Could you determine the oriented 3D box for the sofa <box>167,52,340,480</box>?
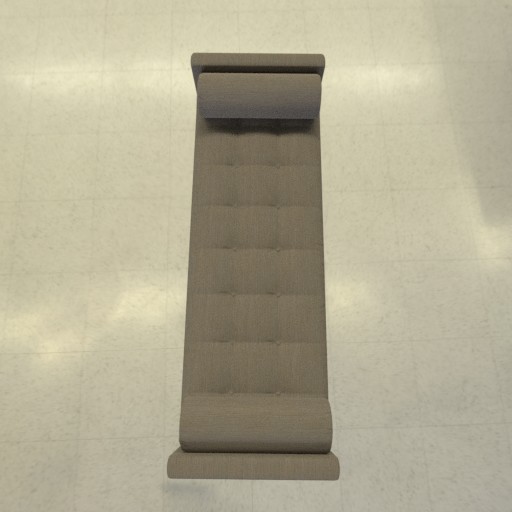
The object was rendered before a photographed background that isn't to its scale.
[{"bbox_3d":[0.000,0.000,2.279,0.686,0.635,1.981,1,75,0],"label":"sofa"}]
